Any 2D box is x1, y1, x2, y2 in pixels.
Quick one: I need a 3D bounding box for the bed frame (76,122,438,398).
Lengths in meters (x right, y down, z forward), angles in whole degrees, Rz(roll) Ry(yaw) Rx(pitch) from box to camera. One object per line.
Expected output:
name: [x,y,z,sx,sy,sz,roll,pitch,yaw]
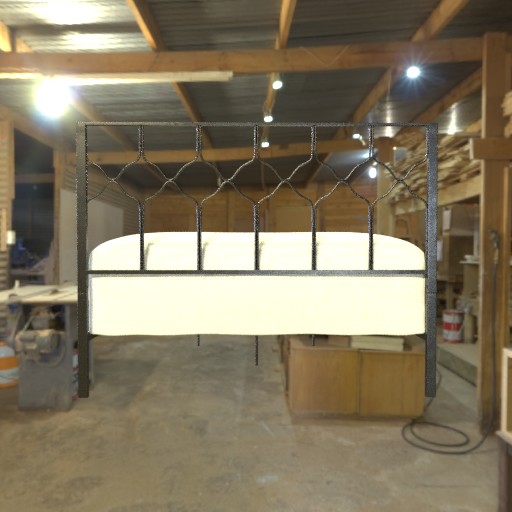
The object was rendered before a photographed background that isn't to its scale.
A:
bed frame: [0.000,0.000,2.997,1.597,1.222,2.063,0,1,0]
